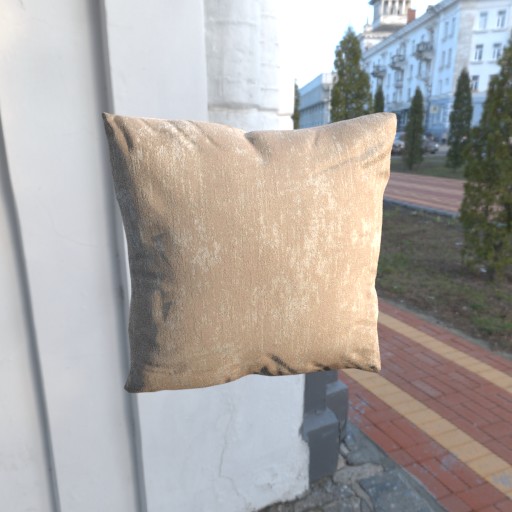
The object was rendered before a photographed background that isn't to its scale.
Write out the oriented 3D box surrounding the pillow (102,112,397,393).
[{"bbox_3d":[0.000,0.000,0.722,0.450,0.448,0.245,-2,16,-7],"label":"pillow"}]
